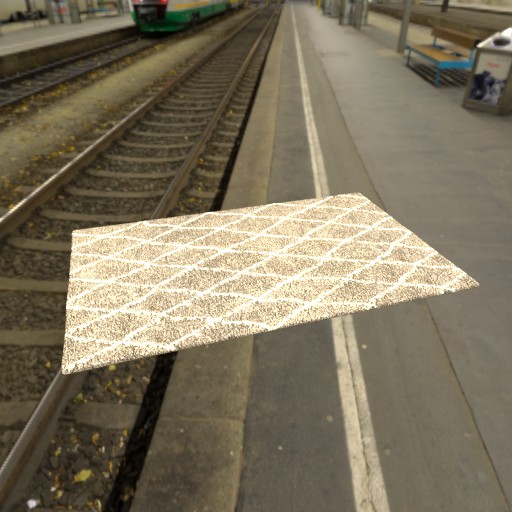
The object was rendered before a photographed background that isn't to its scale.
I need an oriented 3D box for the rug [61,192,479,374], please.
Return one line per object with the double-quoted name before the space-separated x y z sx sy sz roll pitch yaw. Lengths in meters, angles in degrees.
"rug" 0.000 0.000 3.056 2.438 0.030 1.524 -9 32 -15
